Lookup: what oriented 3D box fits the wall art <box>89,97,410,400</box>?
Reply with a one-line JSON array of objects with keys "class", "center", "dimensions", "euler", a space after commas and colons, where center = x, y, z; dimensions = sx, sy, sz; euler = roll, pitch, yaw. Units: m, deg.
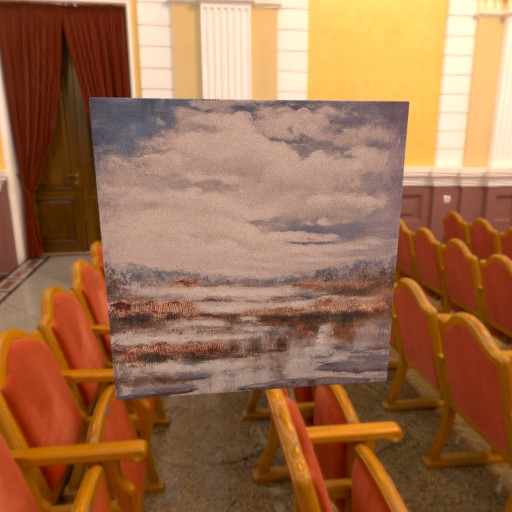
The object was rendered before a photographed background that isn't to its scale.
[{"class": "wall art", "center": [0.000, 0.000, 1.531], "dimensions": [1.010, 1.020, 0.040], "euler": [-2, 15, -7]}]
